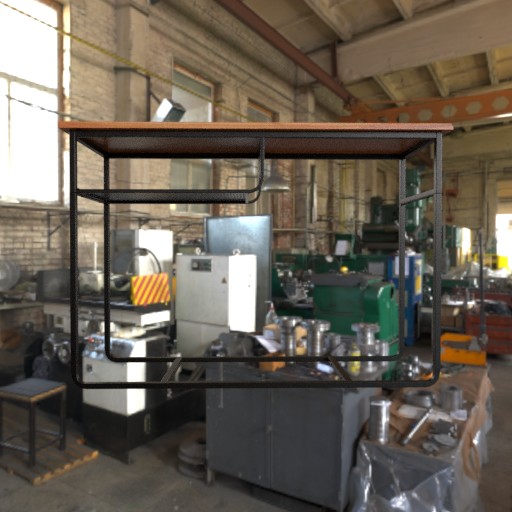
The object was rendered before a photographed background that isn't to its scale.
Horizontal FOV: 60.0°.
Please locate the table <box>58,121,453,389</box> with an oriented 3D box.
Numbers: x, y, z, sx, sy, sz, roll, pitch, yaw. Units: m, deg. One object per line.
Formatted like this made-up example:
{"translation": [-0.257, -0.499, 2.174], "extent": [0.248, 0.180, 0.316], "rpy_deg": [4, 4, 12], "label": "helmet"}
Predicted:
{"translation": [0.000, 0.000, 1.414], "extent": [1.100, 0.750, 0.350], "rpy_deg": [0, 1, -1], "label": "table"}
